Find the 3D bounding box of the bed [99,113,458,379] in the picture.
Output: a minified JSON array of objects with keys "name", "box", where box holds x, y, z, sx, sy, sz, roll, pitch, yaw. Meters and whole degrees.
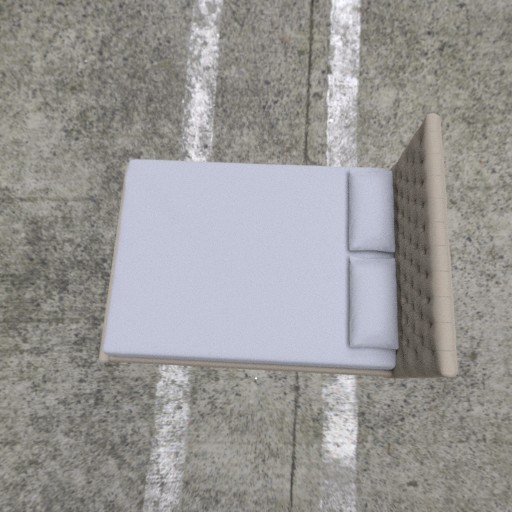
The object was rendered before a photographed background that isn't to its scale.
[{"name":"bed","box":[0.000,0.000,3.384,2.387,1.427,1.698,3,75,1]}]
